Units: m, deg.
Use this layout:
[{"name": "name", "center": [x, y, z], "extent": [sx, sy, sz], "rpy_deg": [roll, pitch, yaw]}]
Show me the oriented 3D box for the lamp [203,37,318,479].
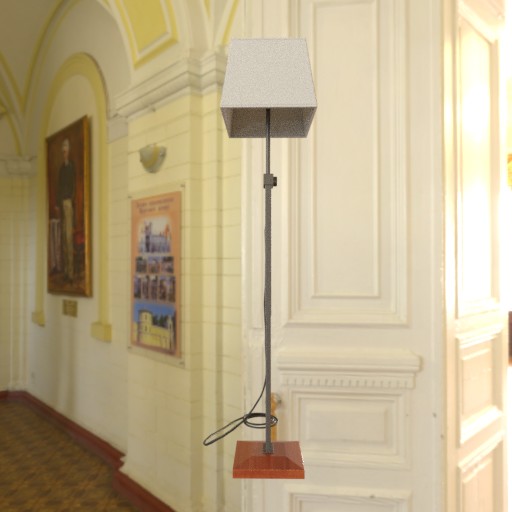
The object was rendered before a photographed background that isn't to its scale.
[{"name": "lamp", "center": [0.000, 0.000, 2.007], "extent": [0.472, 1.712, 0.745], "rpy_deg": [0, 0, 1]}]
